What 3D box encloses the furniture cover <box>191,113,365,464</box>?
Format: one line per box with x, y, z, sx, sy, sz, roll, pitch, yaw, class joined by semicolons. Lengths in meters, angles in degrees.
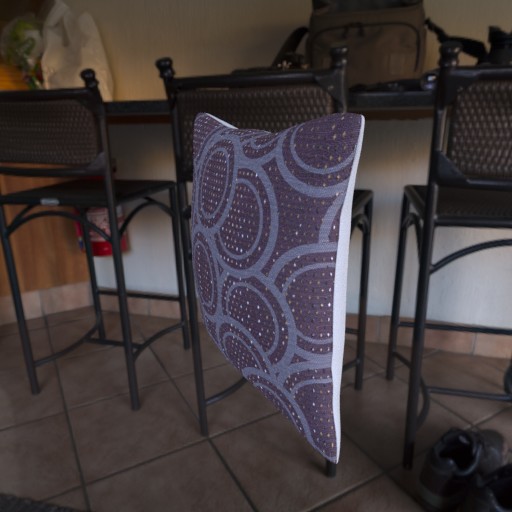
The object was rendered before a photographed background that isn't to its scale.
0.000;0.000;0.828;0.193;0.509;0.552;-9;20;-26;furniture cover
